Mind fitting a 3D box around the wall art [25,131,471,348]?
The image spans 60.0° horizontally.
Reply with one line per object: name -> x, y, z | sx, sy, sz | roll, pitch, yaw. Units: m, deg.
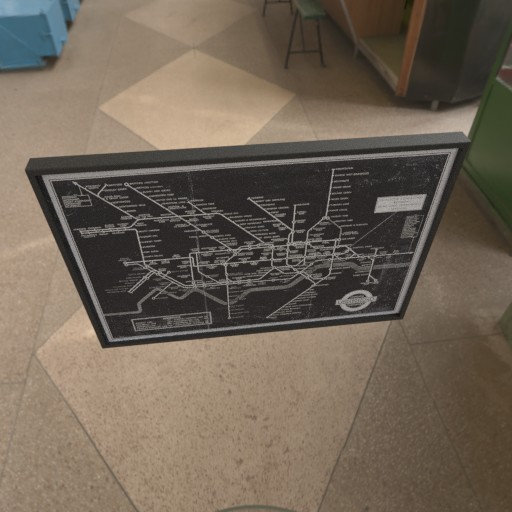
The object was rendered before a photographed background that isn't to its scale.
wall art -> 0.000, 0.000, 0.551 | 0.443, 0.301, 0.021 | -5, 45, -5
